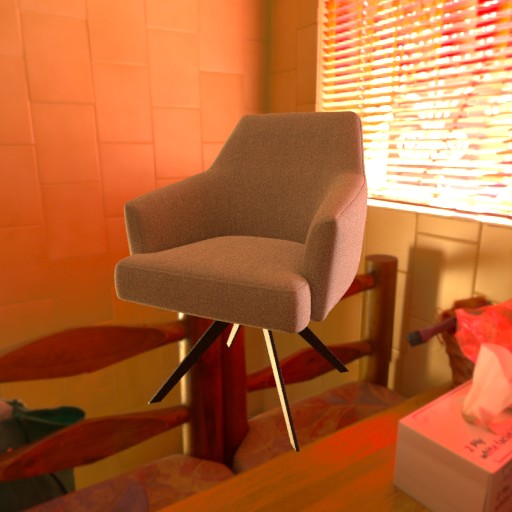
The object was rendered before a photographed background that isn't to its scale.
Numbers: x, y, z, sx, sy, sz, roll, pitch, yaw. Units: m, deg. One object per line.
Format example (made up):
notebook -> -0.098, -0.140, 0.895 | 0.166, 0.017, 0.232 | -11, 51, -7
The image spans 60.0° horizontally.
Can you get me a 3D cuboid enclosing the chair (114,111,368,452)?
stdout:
chair -> 0.000, 0.000, 1.351 | 0.642, 0.874, 0.677 | 7, 15, 26
